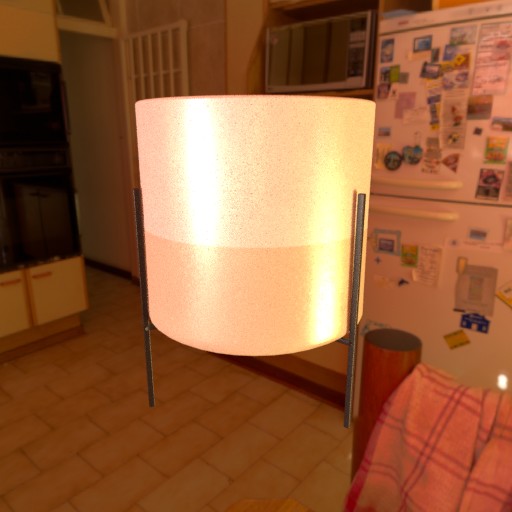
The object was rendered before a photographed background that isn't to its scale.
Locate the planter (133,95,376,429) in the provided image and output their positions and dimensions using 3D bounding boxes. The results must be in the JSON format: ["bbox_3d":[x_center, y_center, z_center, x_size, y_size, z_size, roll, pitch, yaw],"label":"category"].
[{"bbox_3d":[0.000,0.000,0.744,0.359,0.484,0.368,3,16,9],"label":"planter"}]
